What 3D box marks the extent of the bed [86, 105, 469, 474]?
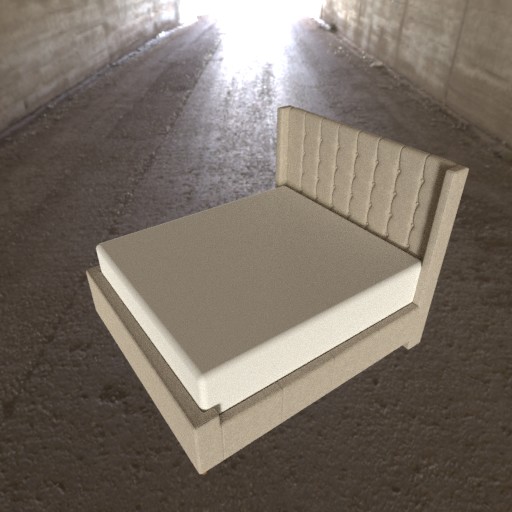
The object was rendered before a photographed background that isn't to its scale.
[{"bbox_3d":[0.000,0.000,3.785,2.370,1.743,2.045,-22,39,-29],"label":"bed"}]
